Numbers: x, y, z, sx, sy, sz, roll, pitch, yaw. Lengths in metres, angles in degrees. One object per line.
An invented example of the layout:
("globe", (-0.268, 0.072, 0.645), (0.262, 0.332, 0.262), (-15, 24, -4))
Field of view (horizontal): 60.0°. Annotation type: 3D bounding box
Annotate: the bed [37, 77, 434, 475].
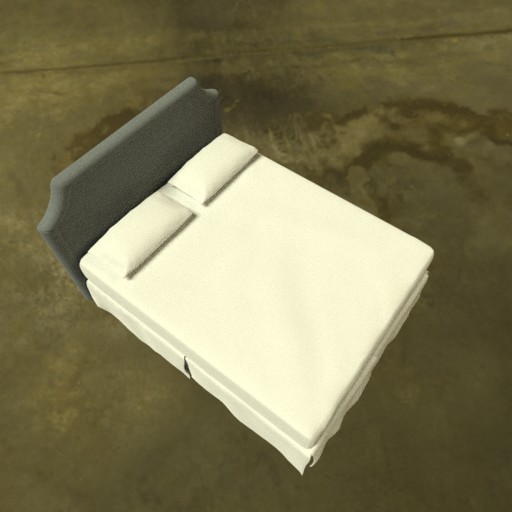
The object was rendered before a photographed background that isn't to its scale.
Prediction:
("bed", (0.000, 0.000, 3.239), (2.259, 1.296, 1.811), (33, 63, 19))
